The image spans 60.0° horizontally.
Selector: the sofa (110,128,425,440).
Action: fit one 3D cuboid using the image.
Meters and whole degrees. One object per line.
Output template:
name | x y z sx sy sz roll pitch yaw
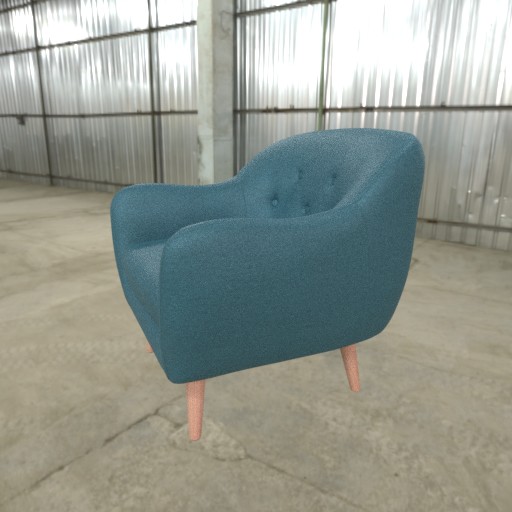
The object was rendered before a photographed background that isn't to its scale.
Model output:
sofa | 0.000 0.000 1.471 0.825 0.817 0.836 -7 17 -24
